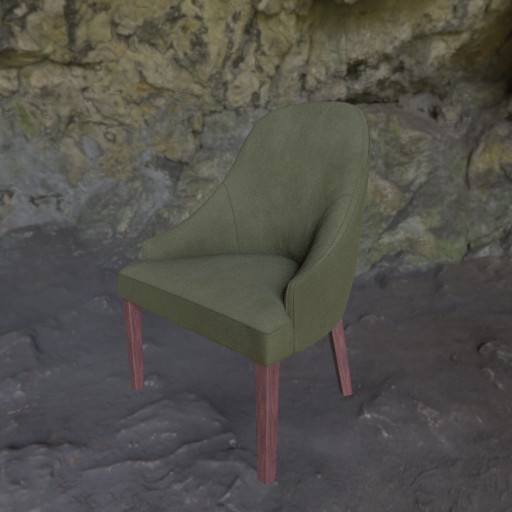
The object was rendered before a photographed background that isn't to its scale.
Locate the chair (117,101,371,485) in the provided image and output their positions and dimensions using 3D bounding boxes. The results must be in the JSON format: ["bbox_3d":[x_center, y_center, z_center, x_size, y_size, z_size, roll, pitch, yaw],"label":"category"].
[{"bbox_3d":[0.000,0.000,1.303,0.643,0.889,0.575,14,20,43],"label":"chair"}]
